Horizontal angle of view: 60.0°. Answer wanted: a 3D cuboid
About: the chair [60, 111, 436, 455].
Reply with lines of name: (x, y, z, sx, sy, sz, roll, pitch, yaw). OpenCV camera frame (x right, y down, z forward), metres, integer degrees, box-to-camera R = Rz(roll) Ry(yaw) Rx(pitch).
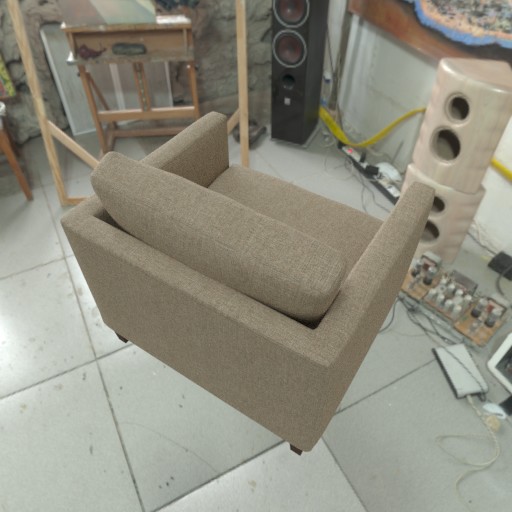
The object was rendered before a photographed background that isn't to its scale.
chair: (0.000, 0.000, 1.847, 1.107, 0.987, 0.959, 25, 52, 22)
